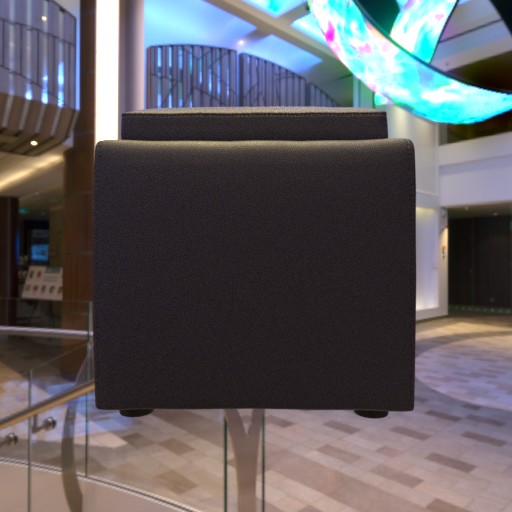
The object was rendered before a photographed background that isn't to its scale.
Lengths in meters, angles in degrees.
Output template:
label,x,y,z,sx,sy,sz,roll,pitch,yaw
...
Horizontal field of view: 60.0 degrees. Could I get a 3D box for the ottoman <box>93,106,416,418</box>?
label,x,y,z,sx,sy,sz,roll,pitch,yaw
ottoman,0.000,0.000,0.816,0.451,0.460,0.450,0,-1,1
